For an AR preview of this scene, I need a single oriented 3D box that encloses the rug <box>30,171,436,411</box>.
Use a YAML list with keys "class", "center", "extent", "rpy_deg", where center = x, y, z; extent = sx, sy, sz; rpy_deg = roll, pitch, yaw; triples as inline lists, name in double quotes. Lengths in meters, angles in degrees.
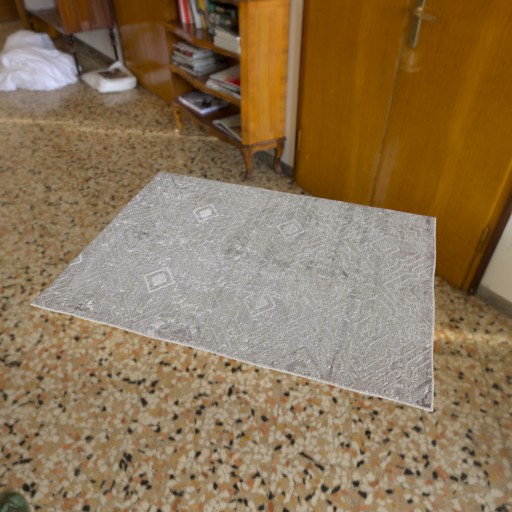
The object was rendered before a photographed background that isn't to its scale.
- class: "rug"
  center: [0.000, 0.000, 4.349]
  extent: [3.359, 0.020, 2.448]
  rpy_deg: [12, 42, 13]
